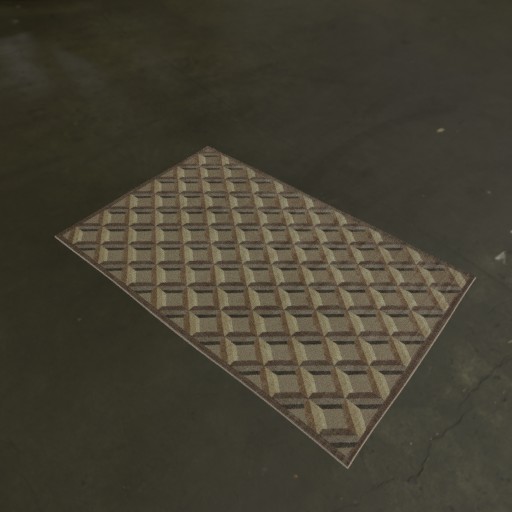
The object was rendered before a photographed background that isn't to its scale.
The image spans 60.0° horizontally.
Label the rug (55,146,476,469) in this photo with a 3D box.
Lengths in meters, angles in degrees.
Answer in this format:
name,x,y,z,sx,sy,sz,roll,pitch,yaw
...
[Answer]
name,x,y,z,sx,sy,sz,roll,pitch,yaw
rug,0.000,0.000,2.068,1.677,0.011,1.066,31,53,27
